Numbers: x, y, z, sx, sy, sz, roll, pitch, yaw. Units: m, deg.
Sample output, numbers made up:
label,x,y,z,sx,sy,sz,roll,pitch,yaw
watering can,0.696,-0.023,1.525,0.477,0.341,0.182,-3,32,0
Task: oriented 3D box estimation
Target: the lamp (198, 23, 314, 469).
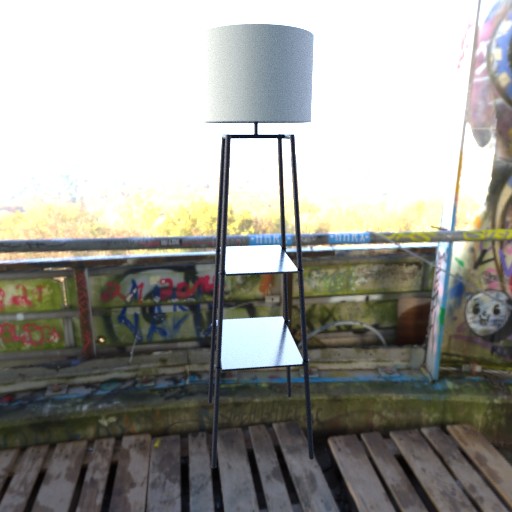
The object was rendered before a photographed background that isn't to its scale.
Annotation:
label,x,y,z,sx,sy,sz,roll,pitch,yaw
lamp,0.000,0.000,1.634,0.384,1.474,0.427,-2,16,-7
